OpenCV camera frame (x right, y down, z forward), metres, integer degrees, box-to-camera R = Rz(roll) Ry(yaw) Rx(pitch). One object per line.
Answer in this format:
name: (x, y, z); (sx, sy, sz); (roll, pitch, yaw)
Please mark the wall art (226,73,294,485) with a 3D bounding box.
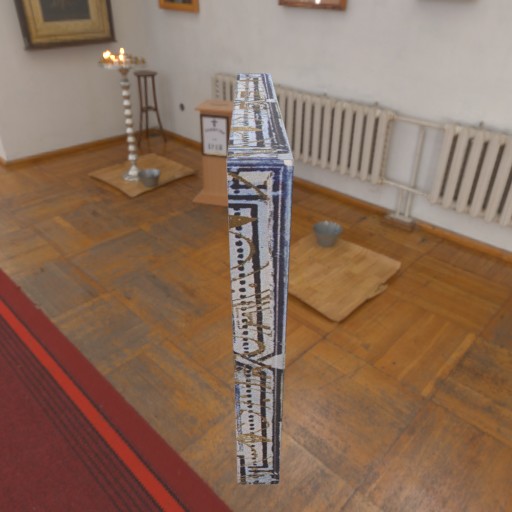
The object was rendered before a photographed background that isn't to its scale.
wall art: (0.000, 0.000, 0.455); (0.038, 0.306, 0.302); (0, 31, -1)
